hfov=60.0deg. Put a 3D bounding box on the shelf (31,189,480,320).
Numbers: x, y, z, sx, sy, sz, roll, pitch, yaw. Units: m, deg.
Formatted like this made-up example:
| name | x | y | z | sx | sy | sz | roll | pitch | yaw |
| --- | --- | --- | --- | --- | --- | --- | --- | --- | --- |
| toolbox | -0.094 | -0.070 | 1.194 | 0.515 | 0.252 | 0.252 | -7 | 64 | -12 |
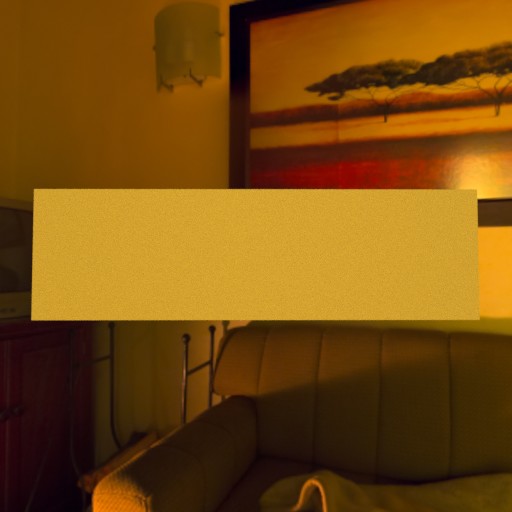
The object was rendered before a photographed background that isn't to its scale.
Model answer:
| name | x | y | z | sx | sy | sz | roll | pitch | yaw |
| --- | --- | --- | --- | --- | --- | --- | --- | --- | --- |
| shelf | 0.000 | 0.000 | 1.113 | 1.020 | 0.300 | 0.200 | 0 | -2 | 0 |
